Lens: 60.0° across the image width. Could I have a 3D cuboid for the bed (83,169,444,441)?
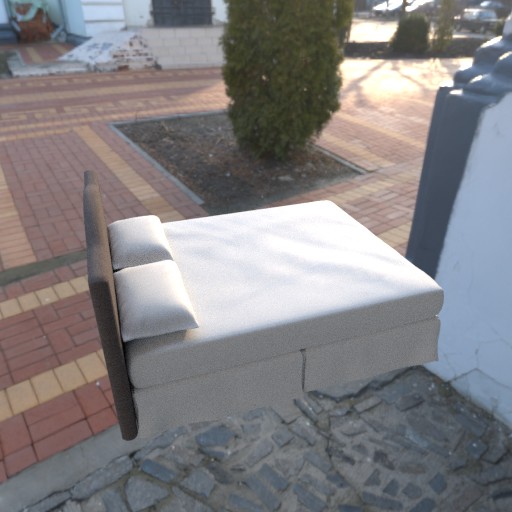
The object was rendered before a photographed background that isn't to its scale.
[{"bbox_3d":[0.000,0.000,3.983,2.689,1.457,2.161,-10,31,-17],"label":"bed"}]
